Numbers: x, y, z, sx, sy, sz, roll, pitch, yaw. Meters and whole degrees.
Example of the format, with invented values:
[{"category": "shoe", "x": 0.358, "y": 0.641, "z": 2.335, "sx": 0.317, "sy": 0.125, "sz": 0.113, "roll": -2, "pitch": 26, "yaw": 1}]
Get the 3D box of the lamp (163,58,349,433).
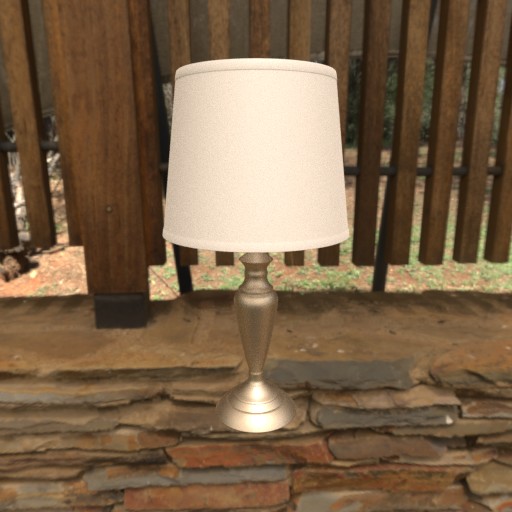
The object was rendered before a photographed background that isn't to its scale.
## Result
[{"category": "lamp", "x": 0.000, "y": 0.000, "z": 0.806, "sx": 0.328, "sy": 0.619, "sz": 0.328, "roll": 0, "pitch": 14, "yaw": 0}]
